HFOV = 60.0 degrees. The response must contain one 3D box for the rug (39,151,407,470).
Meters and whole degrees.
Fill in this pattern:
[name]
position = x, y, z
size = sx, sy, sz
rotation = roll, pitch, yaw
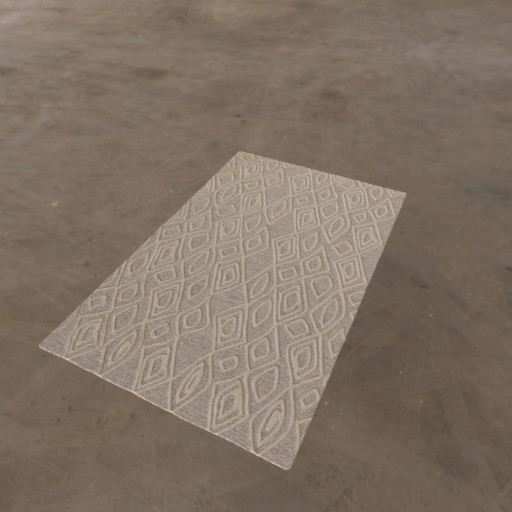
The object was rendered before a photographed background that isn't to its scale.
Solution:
[rug]
position = 0.000, 0.000, 3.050
size = 1.546, 0.010, 2.442
rotation = 19, 46, 19
